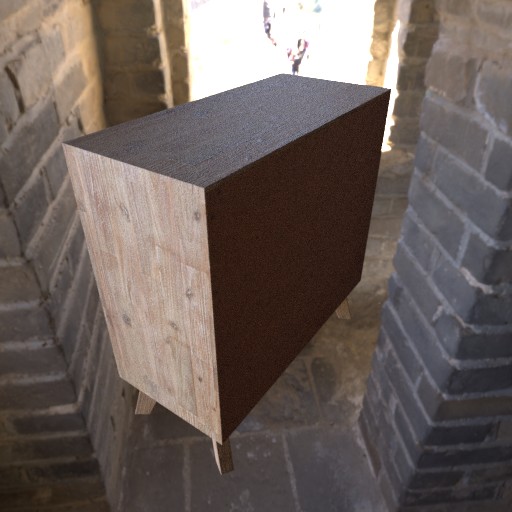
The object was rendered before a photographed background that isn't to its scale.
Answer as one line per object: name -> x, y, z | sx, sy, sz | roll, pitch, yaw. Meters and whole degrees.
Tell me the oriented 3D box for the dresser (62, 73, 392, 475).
dresser -> 0.000, 0.000, 1.592 | 0.455, 1.029, 0.998 | 21, 39, 29
